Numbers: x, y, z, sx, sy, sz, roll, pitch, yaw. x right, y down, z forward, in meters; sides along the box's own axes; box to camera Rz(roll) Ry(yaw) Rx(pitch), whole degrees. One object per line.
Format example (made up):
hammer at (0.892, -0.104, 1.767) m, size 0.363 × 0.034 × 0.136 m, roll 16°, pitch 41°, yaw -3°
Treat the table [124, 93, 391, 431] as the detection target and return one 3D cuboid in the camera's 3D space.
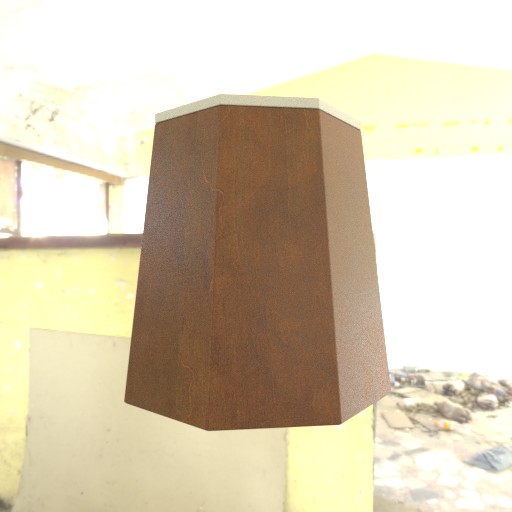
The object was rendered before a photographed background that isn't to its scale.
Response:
table at (0.000, 0.000, 0.802) m, size 0.439 × 0.457 × 0.439 m, roll 0°, pitch 0°, yaw 36°
